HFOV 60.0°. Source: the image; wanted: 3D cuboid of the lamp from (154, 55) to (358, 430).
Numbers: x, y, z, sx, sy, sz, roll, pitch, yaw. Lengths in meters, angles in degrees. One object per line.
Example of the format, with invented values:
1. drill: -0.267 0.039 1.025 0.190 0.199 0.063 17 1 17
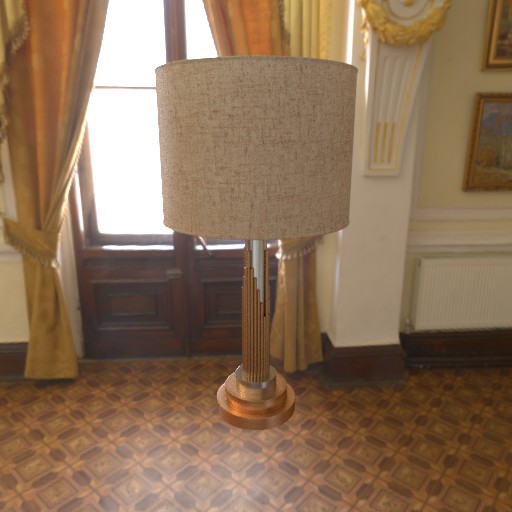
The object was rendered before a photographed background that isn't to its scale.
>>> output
1. lamp: 0.000 0.000 0.793 0.321 0.610 0.321 2 15 8
